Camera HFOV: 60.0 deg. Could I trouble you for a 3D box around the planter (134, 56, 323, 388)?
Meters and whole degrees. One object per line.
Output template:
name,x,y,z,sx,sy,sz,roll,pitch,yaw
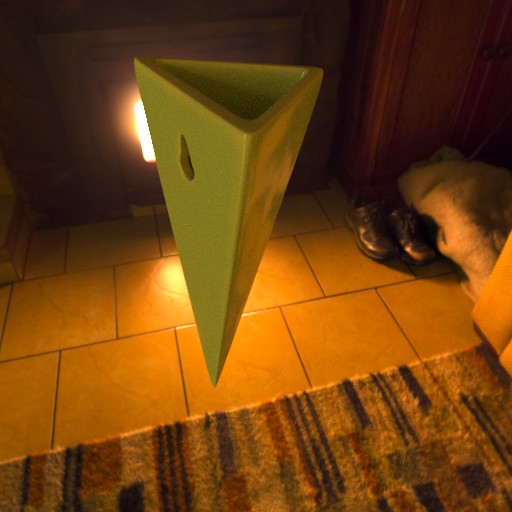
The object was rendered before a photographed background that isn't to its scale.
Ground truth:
planter,0.000,0.000,0.218,0.064,0.178,0.080,-25,47,-25
